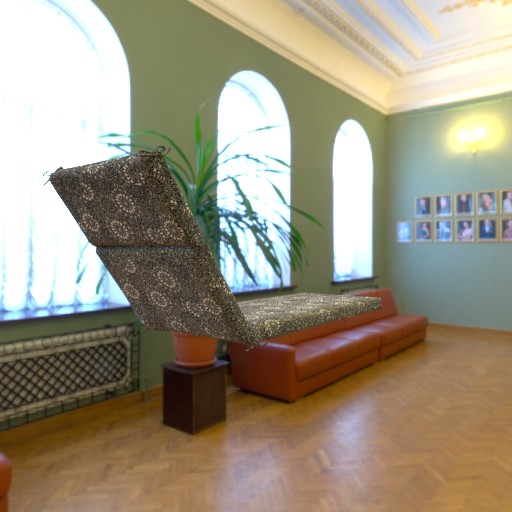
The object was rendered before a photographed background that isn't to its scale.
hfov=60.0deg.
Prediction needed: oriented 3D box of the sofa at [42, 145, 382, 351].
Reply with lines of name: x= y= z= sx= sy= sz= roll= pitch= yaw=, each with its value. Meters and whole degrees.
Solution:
sofa: x=0.000 y=0.000 z=1.958 sx=0.582 sy=0.622 sz=1.663 roll=0 pitch=1 yaw=37
